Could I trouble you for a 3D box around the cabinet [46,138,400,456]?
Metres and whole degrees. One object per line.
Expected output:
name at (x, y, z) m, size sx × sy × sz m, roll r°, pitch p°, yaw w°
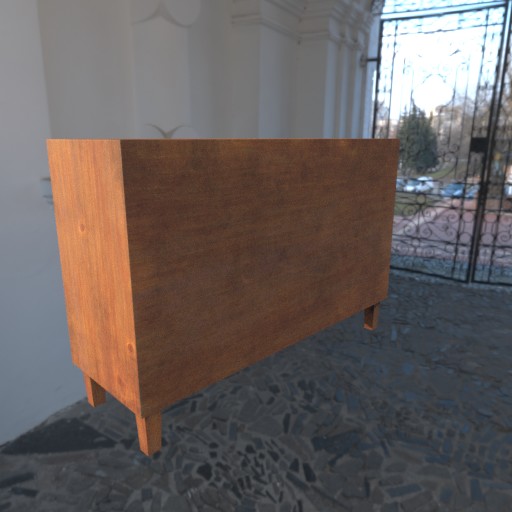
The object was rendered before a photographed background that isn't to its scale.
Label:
cabinet at (0.000, 0.000, 1.574) m, size 0.403 × 0.805 × 1.204 m, roll 14°, pitch 21°, yaw 43°
